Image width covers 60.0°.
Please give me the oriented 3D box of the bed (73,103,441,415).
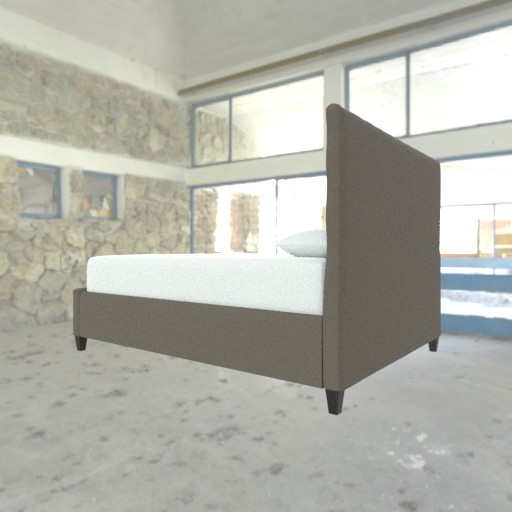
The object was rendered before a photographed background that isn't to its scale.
[{"bbox_3d":[0.000,0.000,3.330,2.233,1.426,1.696,1,1,37],"label":"bed"}]
